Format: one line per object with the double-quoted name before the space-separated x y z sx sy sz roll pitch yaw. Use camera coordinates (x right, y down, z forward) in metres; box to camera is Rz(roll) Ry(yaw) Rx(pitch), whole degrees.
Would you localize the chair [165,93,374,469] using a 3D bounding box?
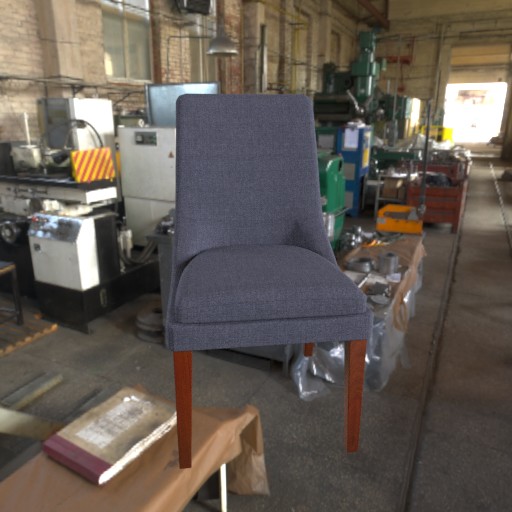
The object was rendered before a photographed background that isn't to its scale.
"chair" 0.000 0.000 1.340 0.508 0.952 0.655 -2 17 -7
